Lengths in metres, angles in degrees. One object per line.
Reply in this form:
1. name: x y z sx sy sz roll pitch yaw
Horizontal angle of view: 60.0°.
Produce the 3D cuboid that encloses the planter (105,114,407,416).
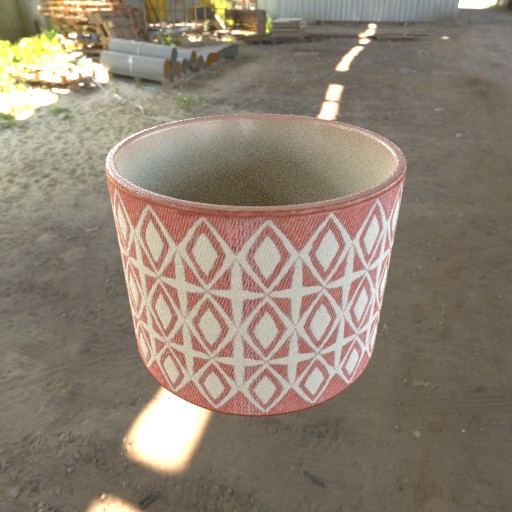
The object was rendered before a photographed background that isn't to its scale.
1. planter: 0.000 0.000 0.477 0.273 0.237 0.273 0 31 0
